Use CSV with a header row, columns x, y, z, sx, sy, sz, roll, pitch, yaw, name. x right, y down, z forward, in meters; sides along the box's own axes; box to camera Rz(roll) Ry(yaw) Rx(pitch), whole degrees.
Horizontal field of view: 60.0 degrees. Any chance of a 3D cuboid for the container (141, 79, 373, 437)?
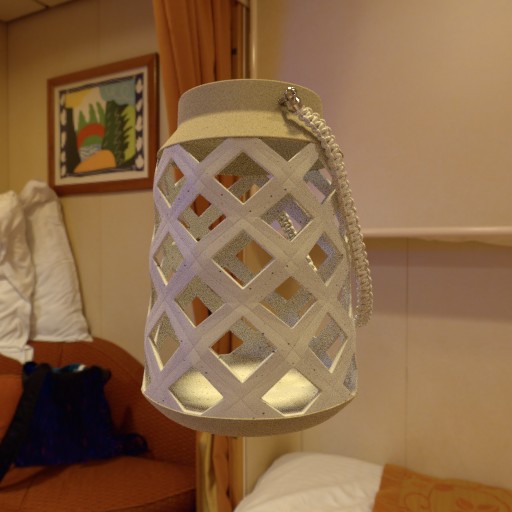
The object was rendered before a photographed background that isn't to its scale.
x,y,z,sx,sy,sz,roll,pitch,yaw,name
0.000,0.000,0.393,0.198,0.264,0.188,0,1,-20,container
